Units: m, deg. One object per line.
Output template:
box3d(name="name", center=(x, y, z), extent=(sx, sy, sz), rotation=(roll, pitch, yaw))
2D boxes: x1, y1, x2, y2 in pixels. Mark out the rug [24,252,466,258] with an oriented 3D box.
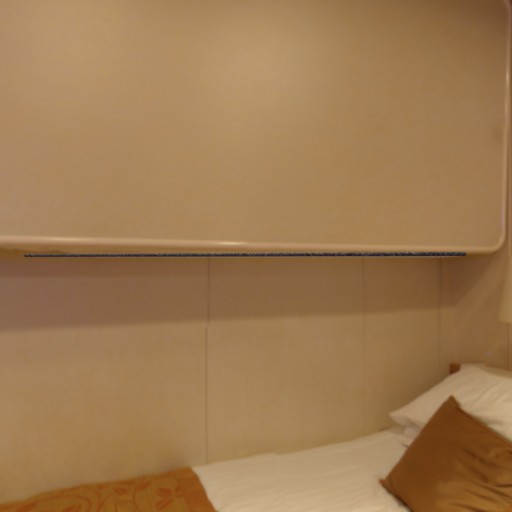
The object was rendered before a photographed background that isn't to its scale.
box3d(name="rug", center=(0.000, 0.000, 2.865), extent=(2.330, 0.017, 1.478), rotation=(0, 0, 20))
